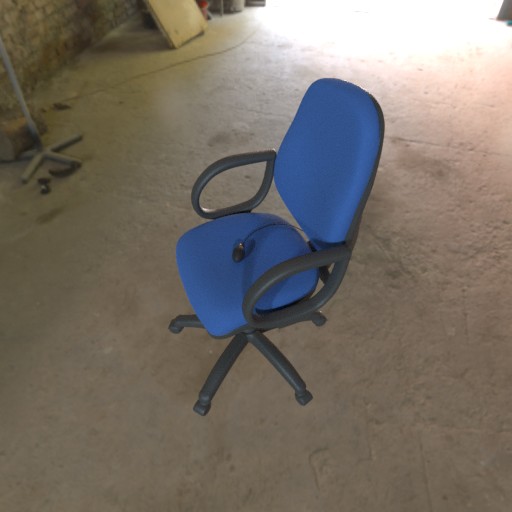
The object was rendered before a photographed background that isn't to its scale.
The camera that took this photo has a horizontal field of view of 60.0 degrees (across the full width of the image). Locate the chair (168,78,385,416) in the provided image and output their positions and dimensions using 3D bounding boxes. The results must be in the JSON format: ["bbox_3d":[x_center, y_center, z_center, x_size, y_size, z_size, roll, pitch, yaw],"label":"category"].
[{"bbox_3d":[0.000,0.000,1.234,0.549,0.905,0.552,-16,49,-15],"label":"chair"}]
